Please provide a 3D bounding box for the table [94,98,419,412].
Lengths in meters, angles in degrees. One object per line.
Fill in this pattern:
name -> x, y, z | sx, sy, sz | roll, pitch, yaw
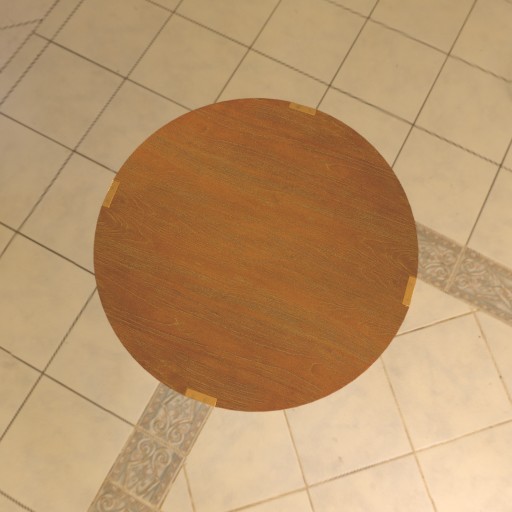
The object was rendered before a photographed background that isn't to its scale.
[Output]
table -> 0.000, 0.000, 1.713 | 1.100, 0.420, 1.100 | 0, 76, 0
